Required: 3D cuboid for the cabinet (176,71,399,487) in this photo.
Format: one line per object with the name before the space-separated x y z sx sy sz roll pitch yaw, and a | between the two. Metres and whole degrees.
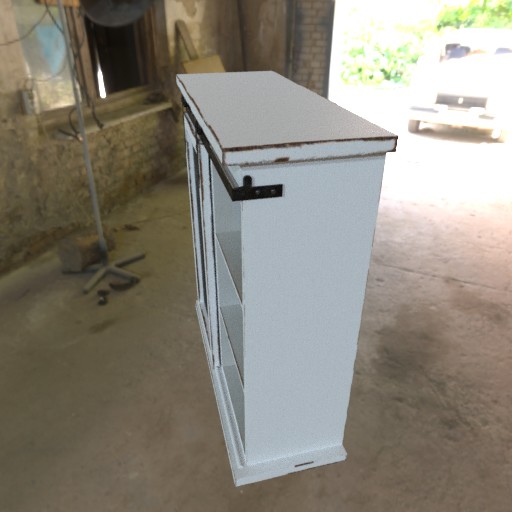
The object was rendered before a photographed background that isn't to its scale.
cabinet | 0.000 0.000 0.874 0.210 0.603 0.541 -7 31 -12
